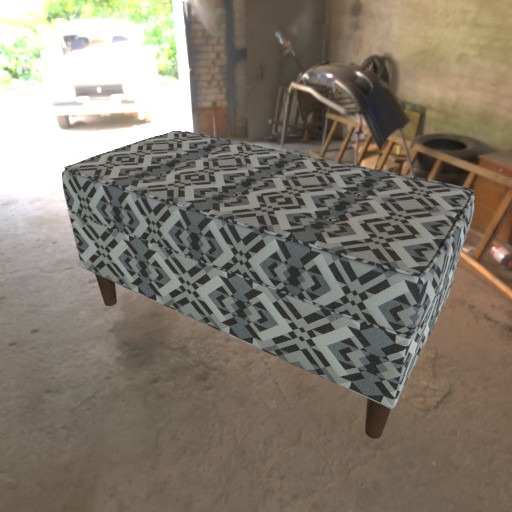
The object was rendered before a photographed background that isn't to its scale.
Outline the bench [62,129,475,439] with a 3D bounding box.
[{"bbox_3d":[0.000,0.000,1.273,1.016,0.477,0.492,19,36,28],"label":"bench"}]
